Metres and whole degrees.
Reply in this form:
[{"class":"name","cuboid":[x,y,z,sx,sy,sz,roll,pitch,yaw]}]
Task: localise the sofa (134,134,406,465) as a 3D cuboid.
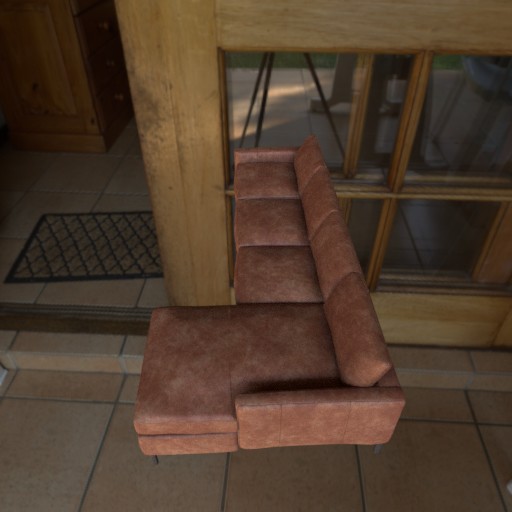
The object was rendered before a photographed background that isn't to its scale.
[{"class":"sofa","cuboid":[0.000,0.000,3.579,1.471,0.859,2.993,-1,40,-2]}]
